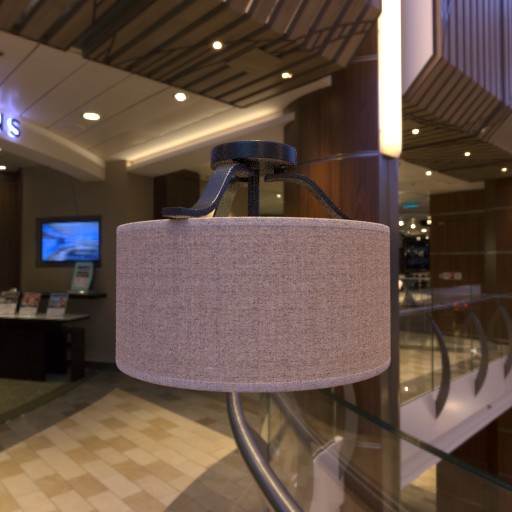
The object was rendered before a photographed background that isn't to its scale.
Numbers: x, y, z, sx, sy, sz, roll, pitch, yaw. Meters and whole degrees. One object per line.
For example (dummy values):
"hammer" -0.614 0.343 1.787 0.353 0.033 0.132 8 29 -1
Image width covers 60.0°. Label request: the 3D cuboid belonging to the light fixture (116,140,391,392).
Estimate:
"light fixture" 0.000 0.000 0.648 0.390 0.306 0.390 0 -1 0
